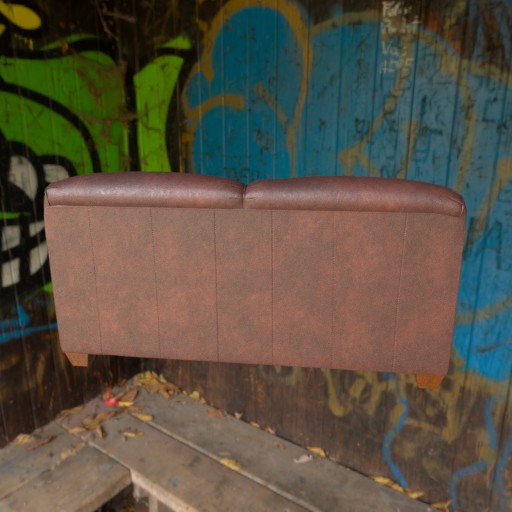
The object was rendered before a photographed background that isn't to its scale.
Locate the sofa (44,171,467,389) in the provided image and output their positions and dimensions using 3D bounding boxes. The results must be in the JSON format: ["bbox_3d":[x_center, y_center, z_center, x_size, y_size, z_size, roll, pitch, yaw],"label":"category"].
[{"bbox_3d":[0.000,0.000,2.432,1.856,0.966,1.000,2,15,7],"label":"sofa"}]
